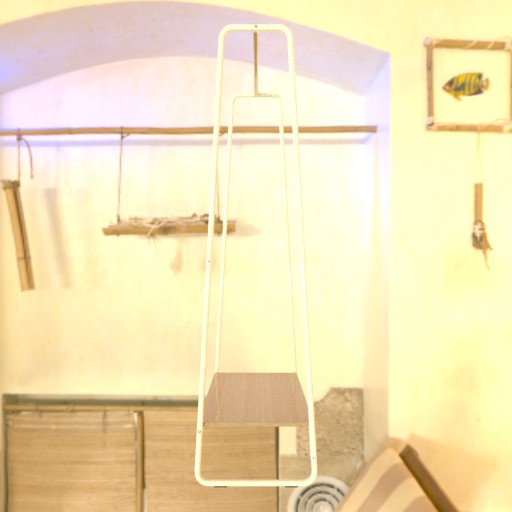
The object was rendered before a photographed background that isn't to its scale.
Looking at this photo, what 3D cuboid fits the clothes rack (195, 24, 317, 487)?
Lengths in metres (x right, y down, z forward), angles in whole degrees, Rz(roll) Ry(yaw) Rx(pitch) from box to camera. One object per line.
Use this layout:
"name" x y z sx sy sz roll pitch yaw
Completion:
"clothes rack" 0.000 0.000 1.749 0.400 1.500 0.640 0 1 0
